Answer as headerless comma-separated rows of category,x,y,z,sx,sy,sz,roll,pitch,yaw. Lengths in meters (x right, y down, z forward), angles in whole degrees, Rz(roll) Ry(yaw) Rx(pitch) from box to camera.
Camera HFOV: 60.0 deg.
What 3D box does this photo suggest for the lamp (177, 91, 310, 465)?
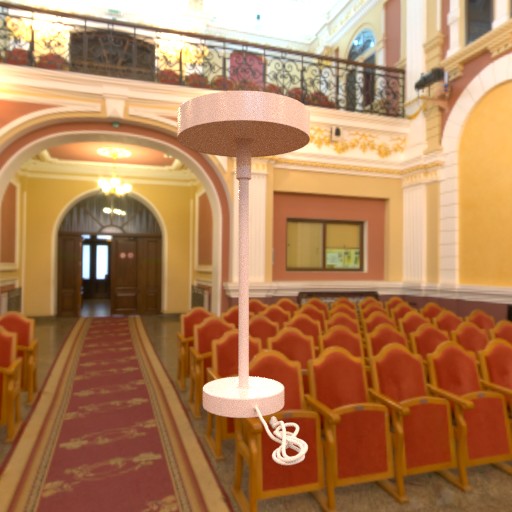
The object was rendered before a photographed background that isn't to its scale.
lamp,0.000,0.000,0.702,0.229,0.508,0.369,0,-1,-18
